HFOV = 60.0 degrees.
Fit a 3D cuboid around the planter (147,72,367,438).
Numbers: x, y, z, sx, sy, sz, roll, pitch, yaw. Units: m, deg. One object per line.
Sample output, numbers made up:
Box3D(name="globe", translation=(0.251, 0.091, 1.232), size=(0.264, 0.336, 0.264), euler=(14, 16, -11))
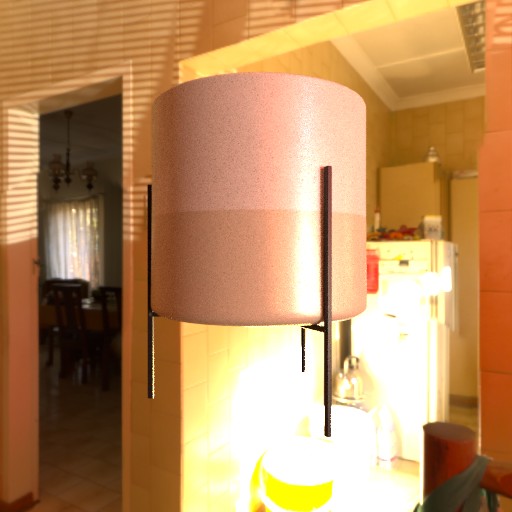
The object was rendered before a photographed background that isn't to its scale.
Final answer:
Box3D(name="planter", translation=(0.000, 0.000, 0.756), size=(0.368, 0.484, 0.359), euler=(0, 0, 0))
